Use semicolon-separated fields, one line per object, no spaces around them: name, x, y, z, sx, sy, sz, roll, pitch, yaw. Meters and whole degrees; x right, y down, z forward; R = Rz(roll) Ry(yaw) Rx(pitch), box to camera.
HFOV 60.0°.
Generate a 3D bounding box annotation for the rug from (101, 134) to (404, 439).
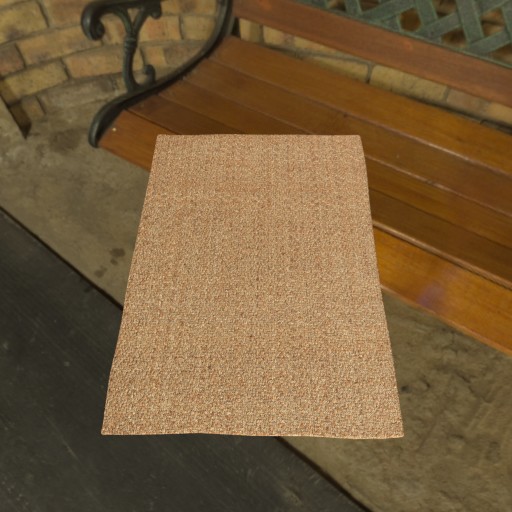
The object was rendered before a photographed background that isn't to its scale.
rug;0.000;0.000;2.786;1.566;0.013;2.141;0;59;0
